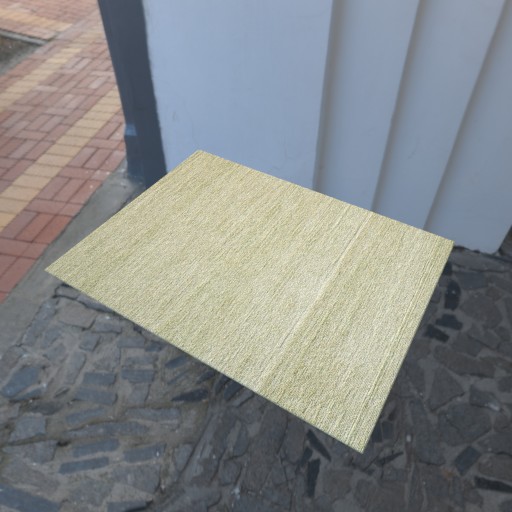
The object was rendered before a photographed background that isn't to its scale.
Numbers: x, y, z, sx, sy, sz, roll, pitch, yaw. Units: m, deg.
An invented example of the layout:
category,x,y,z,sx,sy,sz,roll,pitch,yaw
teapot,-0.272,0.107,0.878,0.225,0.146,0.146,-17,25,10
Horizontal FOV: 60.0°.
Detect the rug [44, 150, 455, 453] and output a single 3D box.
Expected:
category,x,y,z,sx,sy,sz,roll,pitch,yaw
rug,0.000,0.000,4.310,3.198,0.016,2.425,24,50,21
